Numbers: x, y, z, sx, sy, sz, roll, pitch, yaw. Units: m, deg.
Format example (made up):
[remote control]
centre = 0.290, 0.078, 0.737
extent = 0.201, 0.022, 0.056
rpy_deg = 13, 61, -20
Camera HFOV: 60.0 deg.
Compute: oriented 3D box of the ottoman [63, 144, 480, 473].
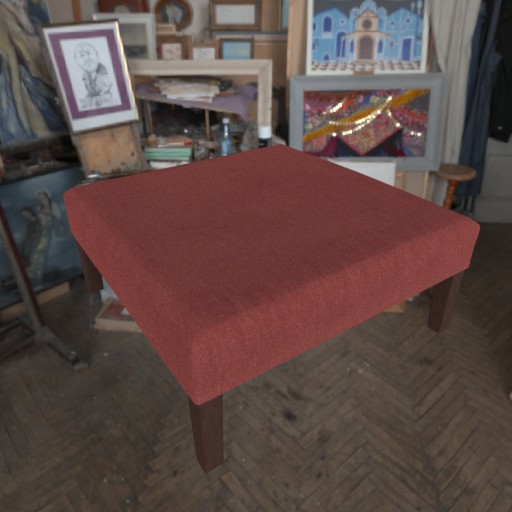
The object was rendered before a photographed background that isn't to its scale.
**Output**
[ottoman]
centre = 0.000, 0.000, 1.389
extent = 0.889, 0.411, 0.890
rpy_deg = -19, 36, -29
